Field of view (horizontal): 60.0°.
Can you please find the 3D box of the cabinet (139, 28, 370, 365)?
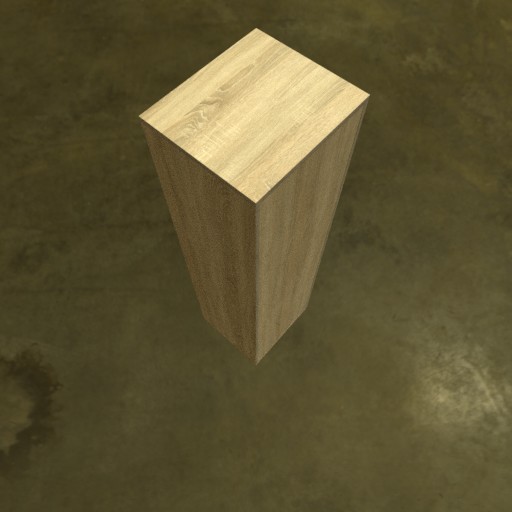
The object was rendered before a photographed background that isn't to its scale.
[{"bbox_3d":[0.000,0.000,2.169,0.450,1.960,0.510,38,69,17],"label":"cabinet"}]
